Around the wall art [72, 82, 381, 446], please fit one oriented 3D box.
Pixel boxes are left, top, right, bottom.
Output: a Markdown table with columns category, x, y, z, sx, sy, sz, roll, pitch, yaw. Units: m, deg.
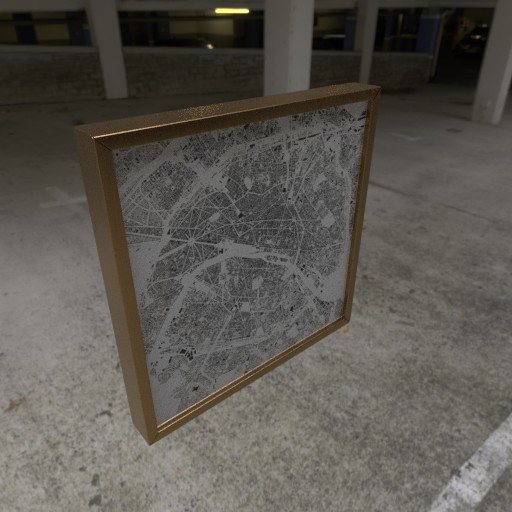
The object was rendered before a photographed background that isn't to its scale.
| category | x | y | z | sx | sy | sz | roll | pitch | yaw |
| --- | --- | --- | --- | --- | --- | --- | --- | --- | --- |
| wall art | 0.000 | 0.000 | 0.458 | 0.305 | 0.305 | 0.037 | -23 | 37 | -34 |
